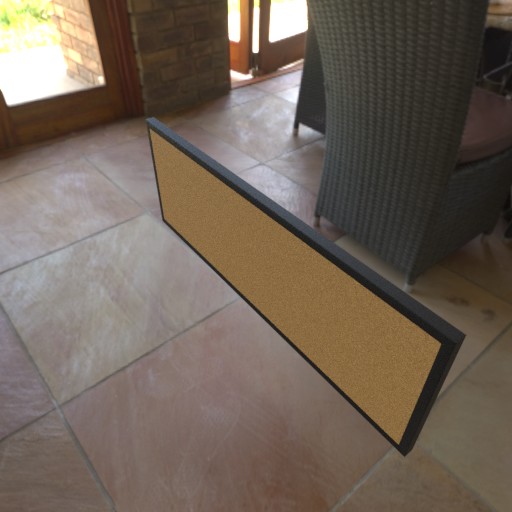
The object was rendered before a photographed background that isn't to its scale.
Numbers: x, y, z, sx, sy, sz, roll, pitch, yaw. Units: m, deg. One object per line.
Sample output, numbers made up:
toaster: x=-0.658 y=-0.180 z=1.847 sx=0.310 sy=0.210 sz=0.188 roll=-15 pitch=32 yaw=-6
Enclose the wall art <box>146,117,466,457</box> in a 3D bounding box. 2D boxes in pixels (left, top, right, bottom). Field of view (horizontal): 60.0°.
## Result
wall art: x=0.000 y=0.000 z=1.682 sx=0.041 sy=0.554 sz=1.572 roll=-26 pitch=47 yaw=-28
